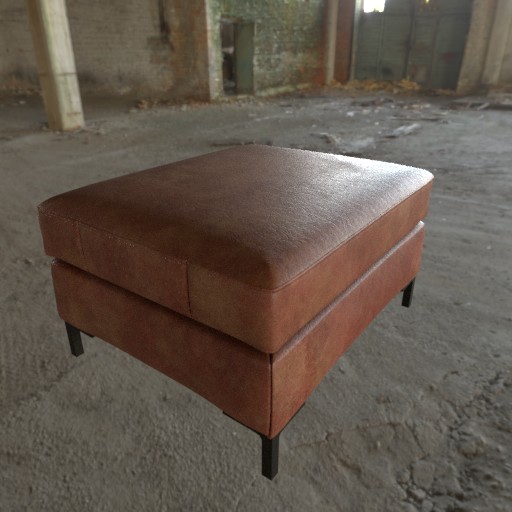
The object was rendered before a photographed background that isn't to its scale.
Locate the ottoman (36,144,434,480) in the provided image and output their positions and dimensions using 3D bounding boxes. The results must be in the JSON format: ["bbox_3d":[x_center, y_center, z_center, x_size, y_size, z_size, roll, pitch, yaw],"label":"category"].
[{"bbox_3d":[0.000,0.000,1.730,0.965,0.667,1.186,17,30,32],"label":"ottoman"}]
